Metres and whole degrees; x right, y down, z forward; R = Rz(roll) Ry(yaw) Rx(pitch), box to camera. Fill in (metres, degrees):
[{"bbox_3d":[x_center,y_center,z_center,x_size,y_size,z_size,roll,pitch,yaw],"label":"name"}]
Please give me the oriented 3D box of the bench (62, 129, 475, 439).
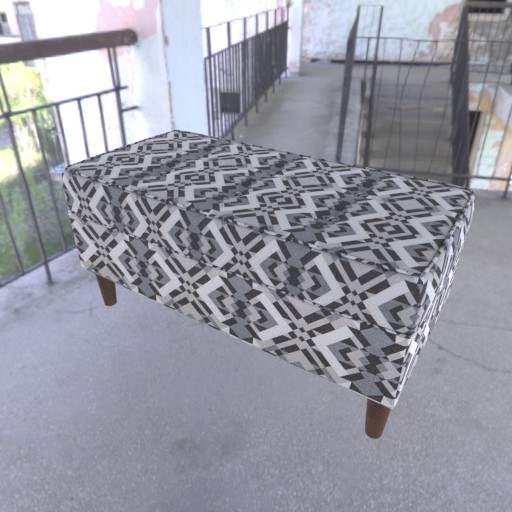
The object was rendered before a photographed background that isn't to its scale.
[{"bbox_3d":[0.000,0.000,1.273,1.016,0.477,0.492,19,36,28],"label":"bench"}]
